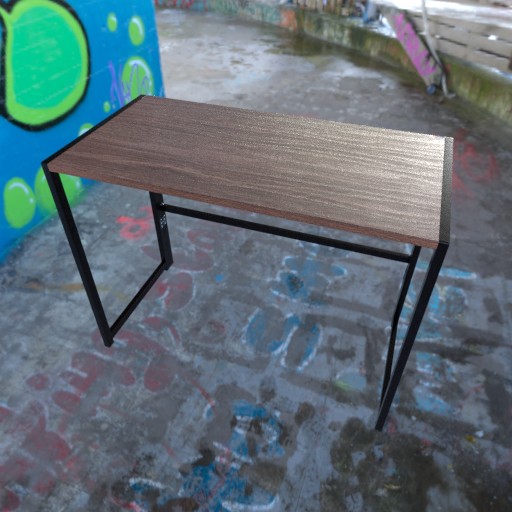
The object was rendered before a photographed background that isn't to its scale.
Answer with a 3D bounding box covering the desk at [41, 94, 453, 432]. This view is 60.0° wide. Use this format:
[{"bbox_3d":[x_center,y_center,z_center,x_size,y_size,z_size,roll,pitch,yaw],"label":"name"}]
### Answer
[{"bbox_3d":[0.000,0.000,1.454,1.016,0.762,0.508,13,42,15],"label":"desk"}]
